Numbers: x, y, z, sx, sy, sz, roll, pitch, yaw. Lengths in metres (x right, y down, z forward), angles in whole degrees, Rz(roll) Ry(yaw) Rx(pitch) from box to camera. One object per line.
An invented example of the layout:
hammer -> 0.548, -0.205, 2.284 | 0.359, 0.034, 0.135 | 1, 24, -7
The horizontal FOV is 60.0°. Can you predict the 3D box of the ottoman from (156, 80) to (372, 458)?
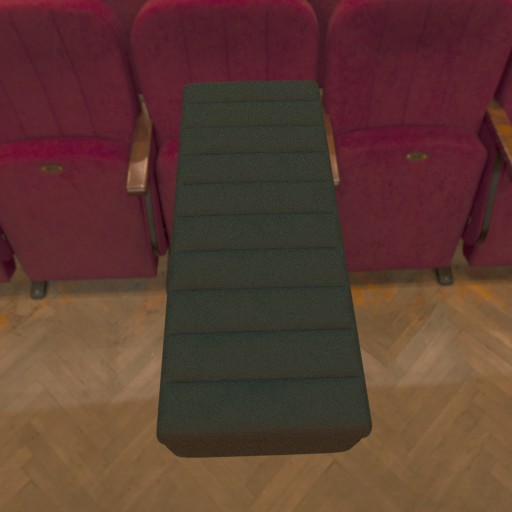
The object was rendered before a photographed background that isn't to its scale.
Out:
ottoman -> 0.000, 0.000, 1.407 | 0.482, 0.469, 1.151 | -2, 59, -1
